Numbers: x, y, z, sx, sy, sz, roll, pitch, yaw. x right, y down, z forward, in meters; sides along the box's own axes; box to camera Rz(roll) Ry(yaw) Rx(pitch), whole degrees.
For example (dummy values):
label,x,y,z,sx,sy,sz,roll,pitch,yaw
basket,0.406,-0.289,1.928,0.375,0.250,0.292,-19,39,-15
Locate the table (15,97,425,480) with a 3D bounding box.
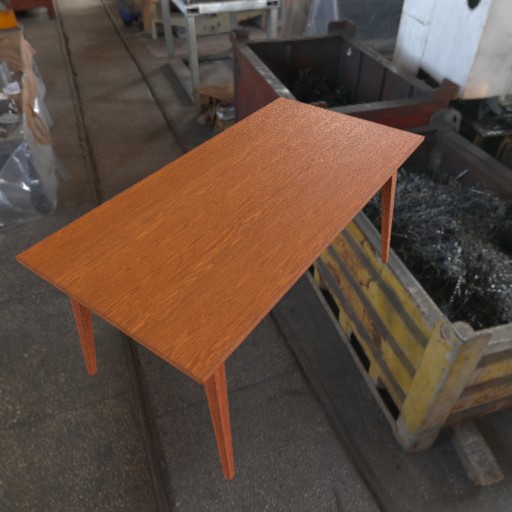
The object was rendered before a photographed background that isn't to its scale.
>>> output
label,x,y,z,sx,sy,sz,roll,pitch,yaw
table,0.000,0.000,2.024,0.811,0.755,1.609,25,48,25
